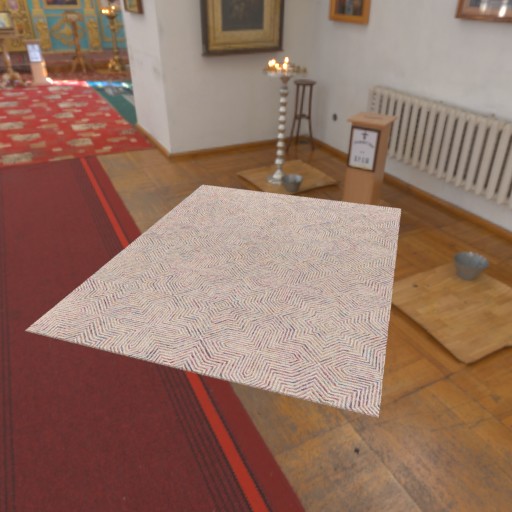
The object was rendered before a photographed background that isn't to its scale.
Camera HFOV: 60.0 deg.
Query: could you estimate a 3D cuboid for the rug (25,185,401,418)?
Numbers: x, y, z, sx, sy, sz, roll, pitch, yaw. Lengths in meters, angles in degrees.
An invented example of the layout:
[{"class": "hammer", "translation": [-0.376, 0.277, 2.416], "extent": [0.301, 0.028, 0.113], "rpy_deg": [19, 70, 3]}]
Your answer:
[{"class": "rug", "translation": [0.000, 0.000, 4.060], "extent": [2.442, 0.008, 3.046], "rpy_deg": [9, 31, 16]}]
